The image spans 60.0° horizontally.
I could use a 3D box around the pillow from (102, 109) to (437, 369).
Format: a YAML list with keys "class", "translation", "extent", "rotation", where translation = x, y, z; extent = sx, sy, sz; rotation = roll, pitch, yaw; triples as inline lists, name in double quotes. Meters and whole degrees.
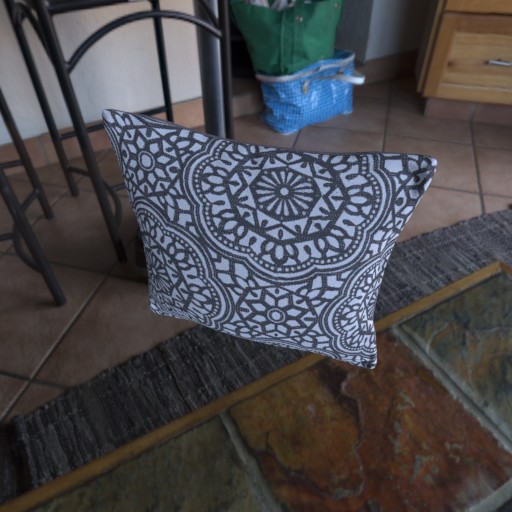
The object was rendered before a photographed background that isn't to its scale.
- class: "pillow"
  translation: [0.000, 0.000, 0.681]
  extent: [0.436, 0.417, 0.148]
  rotation: [12, 44, 13]
